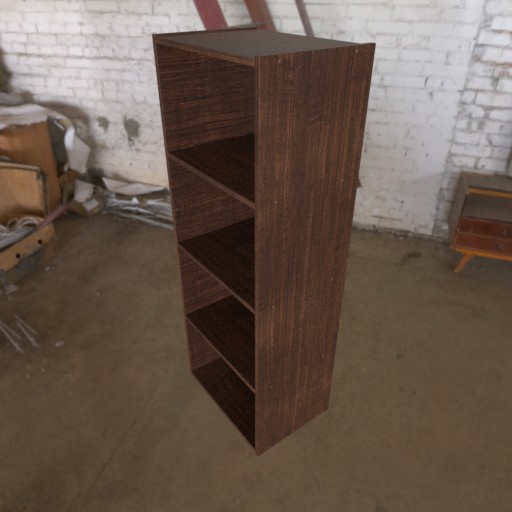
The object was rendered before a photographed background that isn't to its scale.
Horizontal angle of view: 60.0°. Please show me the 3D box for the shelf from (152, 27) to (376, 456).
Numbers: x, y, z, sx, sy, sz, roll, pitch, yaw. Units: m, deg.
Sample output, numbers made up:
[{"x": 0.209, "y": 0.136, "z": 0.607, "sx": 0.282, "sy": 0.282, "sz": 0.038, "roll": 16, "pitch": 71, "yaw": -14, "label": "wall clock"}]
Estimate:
[{"x": 0.000, "y": 0.000, "z": 1.239, "sx": 0.290, "sy": 1.099, "sz": 0.415, "roll": -22, "pitch": 38, "yaw": -30, "label": "shelf"}]
